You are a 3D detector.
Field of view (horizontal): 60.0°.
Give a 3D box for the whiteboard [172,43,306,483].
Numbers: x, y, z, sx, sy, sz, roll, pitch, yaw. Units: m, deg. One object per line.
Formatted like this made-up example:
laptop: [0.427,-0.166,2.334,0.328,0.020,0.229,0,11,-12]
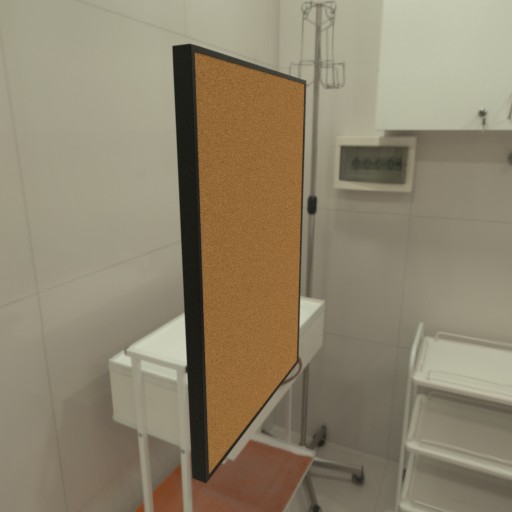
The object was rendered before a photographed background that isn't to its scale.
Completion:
whiteboard: [0.000,0.000,0.771,0.026,0.611,0.406,7,17,24]
